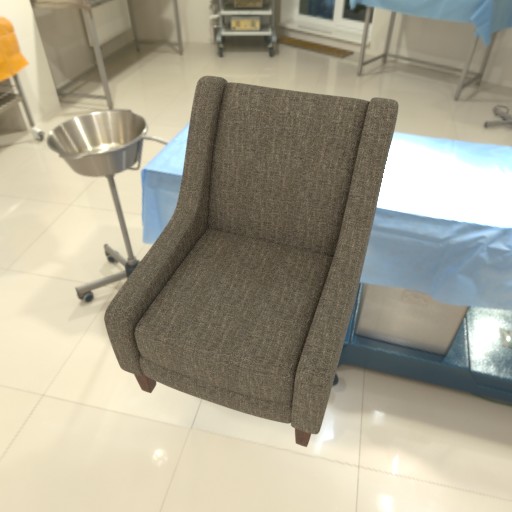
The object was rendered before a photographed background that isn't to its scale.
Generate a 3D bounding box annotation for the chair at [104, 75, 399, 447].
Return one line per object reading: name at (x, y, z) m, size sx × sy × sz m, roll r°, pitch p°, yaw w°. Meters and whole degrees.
chair at (0.000, 0.000, 1.713) m, size 0.793 × 1.012 × 0.944 m, roll 13°, pitch 42°, yaw 15°
